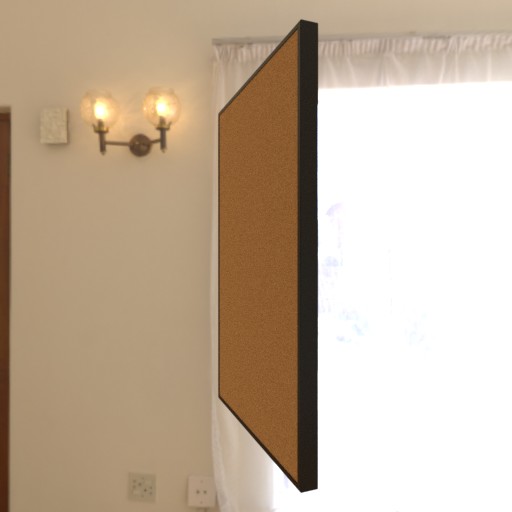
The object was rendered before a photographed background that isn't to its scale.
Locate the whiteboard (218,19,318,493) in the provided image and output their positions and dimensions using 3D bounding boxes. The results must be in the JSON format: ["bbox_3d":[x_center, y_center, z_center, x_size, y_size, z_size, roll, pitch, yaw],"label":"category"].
[{"bbox_3d":[0.000,0.000,0.765,0.026,0.611,0.406,0,0,-20],"label":"whiteboard"}]
